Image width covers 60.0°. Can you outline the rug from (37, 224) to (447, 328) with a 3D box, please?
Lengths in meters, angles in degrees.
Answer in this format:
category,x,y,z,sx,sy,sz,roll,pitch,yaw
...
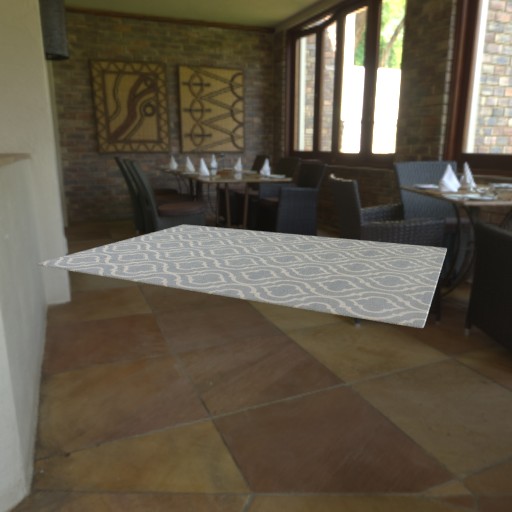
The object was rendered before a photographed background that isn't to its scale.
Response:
category,x,y,z,sx,sy,sz,roll,pitch,yaw
rug,0.000,0.000,2.712,2.080,0.010,1.451,7,15,25
